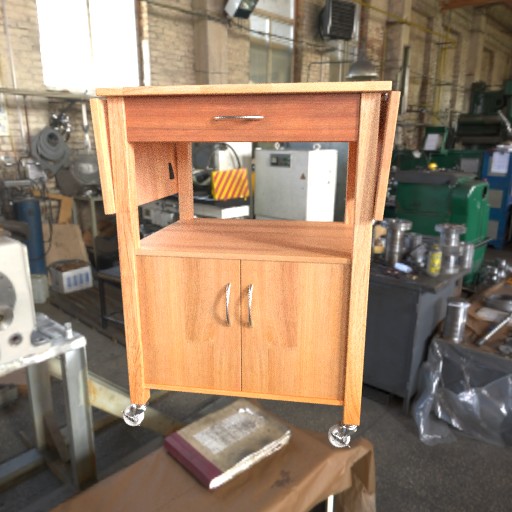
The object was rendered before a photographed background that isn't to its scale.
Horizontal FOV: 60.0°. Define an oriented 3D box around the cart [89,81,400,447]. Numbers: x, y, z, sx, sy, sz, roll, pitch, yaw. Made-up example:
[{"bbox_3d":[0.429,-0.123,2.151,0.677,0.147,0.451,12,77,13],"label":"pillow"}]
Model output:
[{"bbox_3d":[0.000,0.000,1.234,0.640,0.838,0.508,2,14,9],"label":"cart"}]
